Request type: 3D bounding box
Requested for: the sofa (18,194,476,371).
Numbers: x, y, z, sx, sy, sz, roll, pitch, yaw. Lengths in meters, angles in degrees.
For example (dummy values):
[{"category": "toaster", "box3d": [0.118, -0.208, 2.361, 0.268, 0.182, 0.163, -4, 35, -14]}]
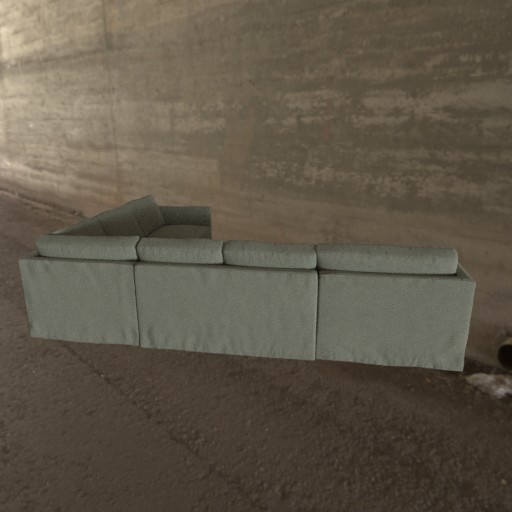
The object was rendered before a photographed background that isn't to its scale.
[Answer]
[{"category": "sofa", "box3d": [0.000, 0.000, 4.439, 3.434, 0.869, 2.440, 3, 17, 8]}]
